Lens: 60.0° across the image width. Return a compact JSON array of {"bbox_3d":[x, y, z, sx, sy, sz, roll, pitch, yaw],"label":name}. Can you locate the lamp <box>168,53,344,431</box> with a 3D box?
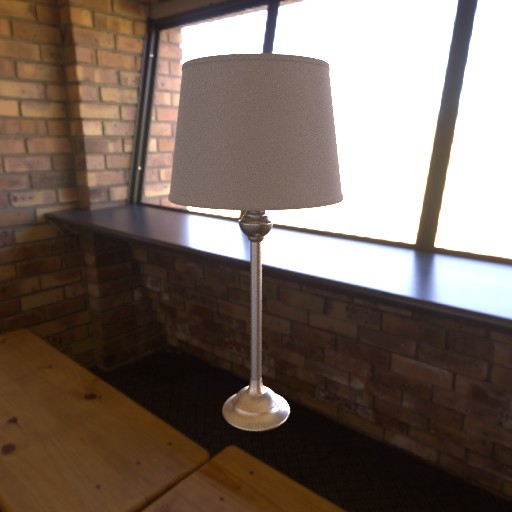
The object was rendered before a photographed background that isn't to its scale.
[{"bbox_3d":[0.000,0.000,0.880,0.331,0.698,0.331,0,15,0],"label":"lamp"}]
